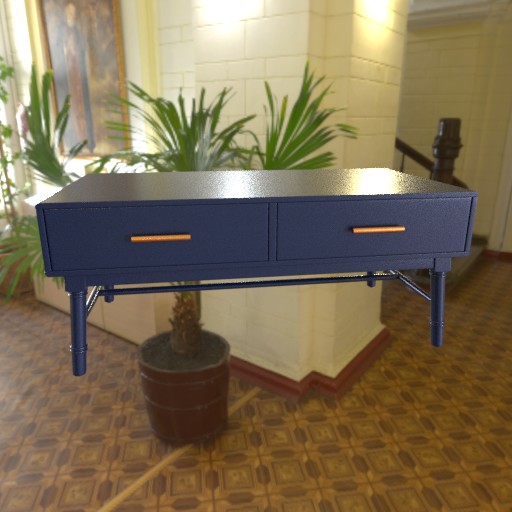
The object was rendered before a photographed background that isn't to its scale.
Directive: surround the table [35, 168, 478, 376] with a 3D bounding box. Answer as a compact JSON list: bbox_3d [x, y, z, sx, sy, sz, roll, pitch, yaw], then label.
[{"bbox_3d":[0.000,0.000,1.368,1.067,0.457,0.572,-3,18,-8],"label":"table"}]
